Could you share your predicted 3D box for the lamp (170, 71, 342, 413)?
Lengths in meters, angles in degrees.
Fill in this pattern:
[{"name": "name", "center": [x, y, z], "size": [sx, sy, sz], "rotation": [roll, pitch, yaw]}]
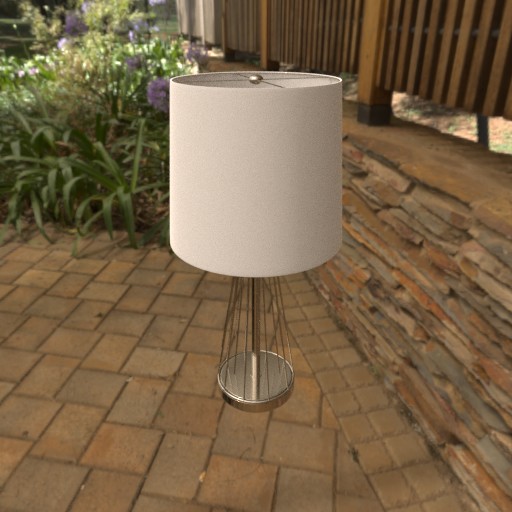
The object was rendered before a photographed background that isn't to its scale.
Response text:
[{"name": "lamp", "center": [0.000, 0.000, 0.812], "size": [0.303, 0.618, 0.303], "rotation": [0, 27, 0]}]
